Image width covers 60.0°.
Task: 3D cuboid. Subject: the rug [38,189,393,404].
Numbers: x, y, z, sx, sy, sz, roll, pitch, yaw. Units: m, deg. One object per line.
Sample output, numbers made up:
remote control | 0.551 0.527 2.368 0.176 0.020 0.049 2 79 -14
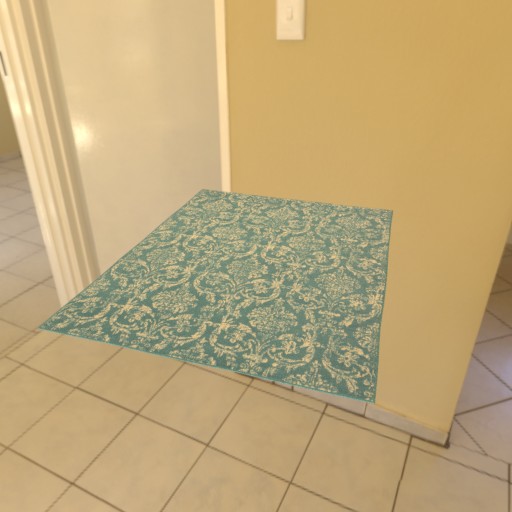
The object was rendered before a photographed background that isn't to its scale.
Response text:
rug | 0.000 0.000 4.119 2.363 0.012 2.980 8 30 15
